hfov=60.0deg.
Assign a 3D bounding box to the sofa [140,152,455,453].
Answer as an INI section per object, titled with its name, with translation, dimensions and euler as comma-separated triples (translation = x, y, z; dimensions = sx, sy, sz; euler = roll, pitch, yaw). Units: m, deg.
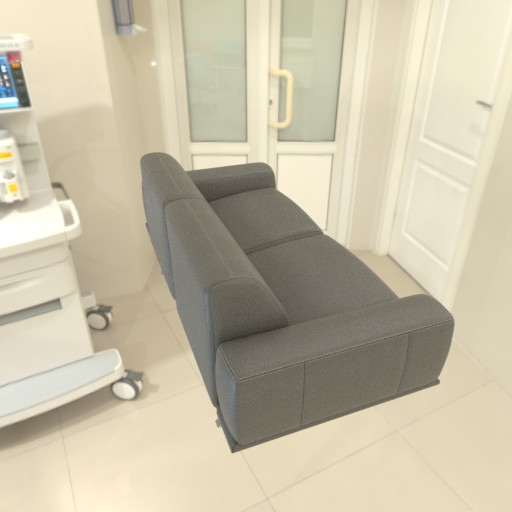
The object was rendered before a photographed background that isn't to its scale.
[sofa]
translation = 0.000, 0.000, 2.304
dimensions = 0.900, 0.772, 1.901
euler = -11, 32, -18
